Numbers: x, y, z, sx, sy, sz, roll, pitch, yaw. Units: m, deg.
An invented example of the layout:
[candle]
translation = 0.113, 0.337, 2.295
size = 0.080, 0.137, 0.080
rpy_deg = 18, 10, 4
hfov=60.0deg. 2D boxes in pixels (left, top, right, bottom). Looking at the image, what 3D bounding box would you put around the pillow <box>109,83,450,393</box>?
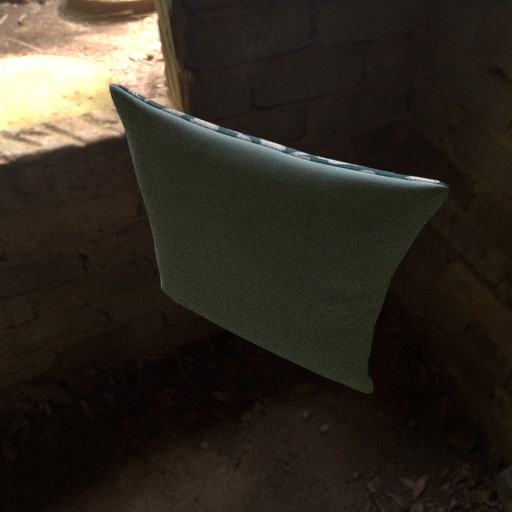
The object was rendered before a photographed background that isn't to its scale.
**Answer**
[pillow]
translation = 0.000, 0.000, 0.781
size = 0.525, 0.508, 0.166
rpy_deg = 23, 50, 21
